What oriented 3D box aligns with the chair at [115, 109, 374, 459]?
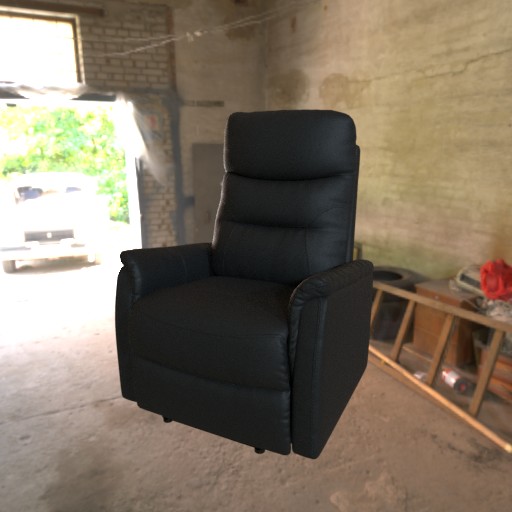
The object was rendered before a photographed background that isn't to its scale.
[{"bbox_3d":[0.000,0.000,1.664,0.775,1.082,0.831,7,15,26],"label":"chair"}]
